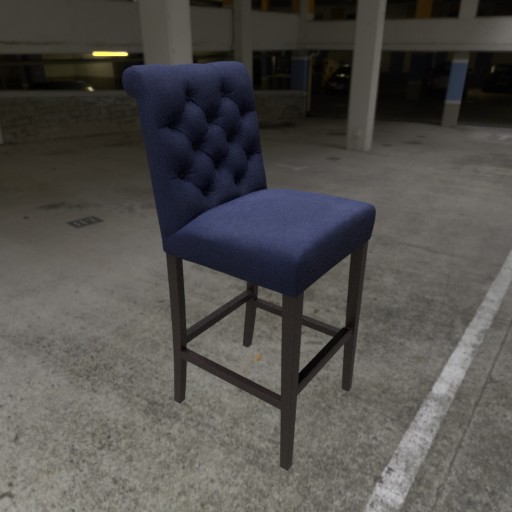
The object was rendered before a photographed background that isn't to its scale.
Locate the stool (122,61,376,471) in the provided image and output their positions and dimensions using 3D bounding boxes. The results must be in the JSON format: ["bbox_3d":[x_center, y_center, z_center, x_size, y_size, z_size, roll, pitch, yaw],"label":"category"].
[{"bbox_3d":[0.000,0.000,1.438,0.601,1.140,0.493,17,31,32],"label":"stool"}]
